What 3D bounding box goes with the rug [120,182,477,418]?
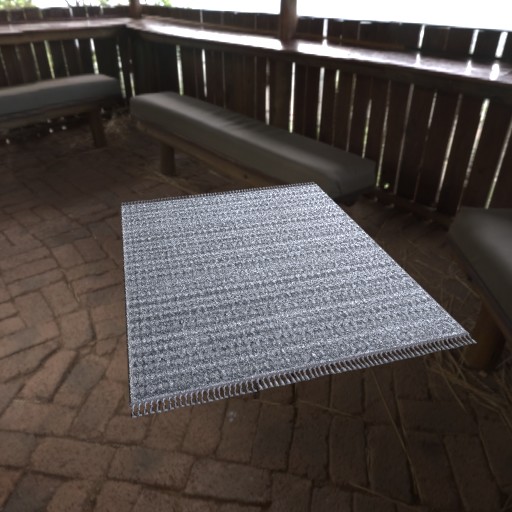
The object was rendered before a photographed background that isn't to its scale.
[{"bbox_3d":[0.000,0.000,3.887,2.256,0.013,2.910,-8,33,-13],"label":"rug"}]
